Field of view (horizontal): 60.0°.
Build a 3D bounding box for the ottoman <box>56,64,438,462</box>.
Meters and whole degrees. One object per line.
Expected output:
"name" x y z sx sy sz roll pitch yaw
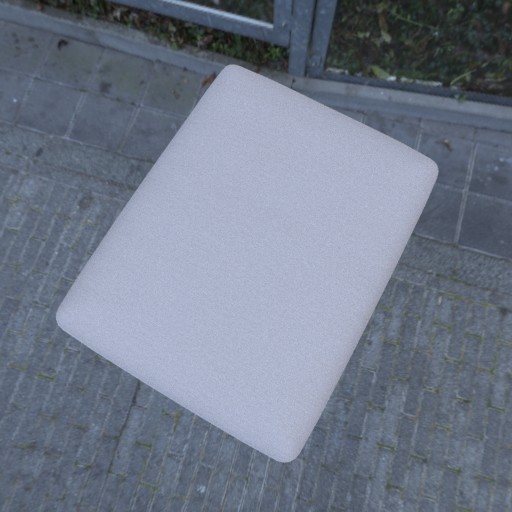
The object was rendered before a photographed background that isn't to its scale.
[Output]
"ottoman" 0.000 0.000 1.133 0.606 0.420 0.771 29 76 8
